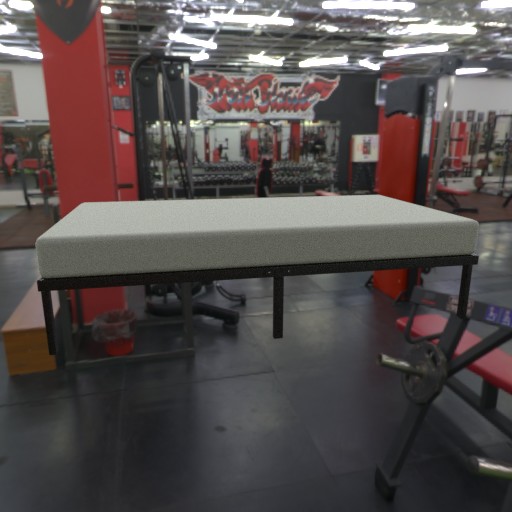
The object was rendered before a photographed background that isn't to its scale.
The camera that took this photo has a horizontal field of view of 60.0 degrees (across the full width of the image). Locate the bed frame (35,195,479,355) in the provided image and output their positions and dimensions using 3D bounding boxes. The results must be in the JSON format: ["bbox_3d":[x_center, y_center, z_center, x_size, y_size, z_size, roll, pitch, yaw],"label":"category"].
[{"bbox_3d":[0.000,0.000,3.257,2.635,0.680,1.393,-3,15,-11],"label":"bed frame"}]
